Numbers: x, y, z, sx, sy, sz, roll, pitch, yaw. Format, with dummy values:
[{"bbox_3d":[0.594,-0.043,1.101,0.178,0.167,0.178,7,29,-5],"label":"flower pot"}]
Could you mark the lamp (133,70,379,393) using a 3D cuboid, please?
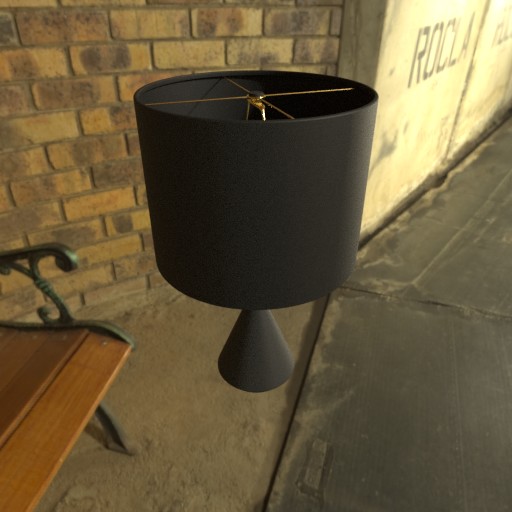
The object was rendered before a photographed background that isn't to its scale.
[{"bbox_3d":[0.000,0.000,0.816,0.359,0.584,0.359,-11,33,-17],"label":"lamp"}]
